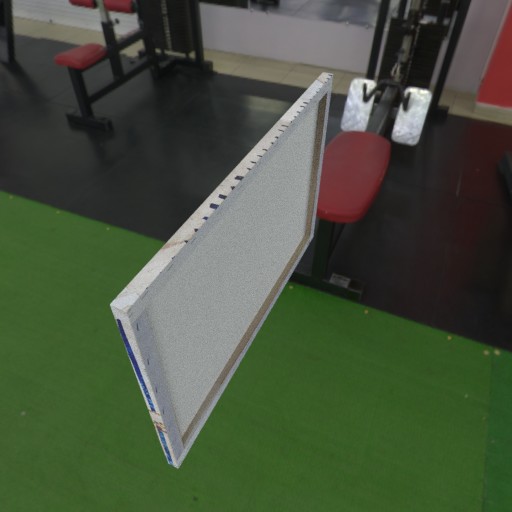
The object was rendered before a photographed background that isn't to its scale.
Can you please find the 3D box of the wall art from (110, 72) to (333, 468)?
[{"bbox_3d":[0.000,0.000,1.430,0.038,0.757,1.143,19,48,18],"label":"wall art"}]
